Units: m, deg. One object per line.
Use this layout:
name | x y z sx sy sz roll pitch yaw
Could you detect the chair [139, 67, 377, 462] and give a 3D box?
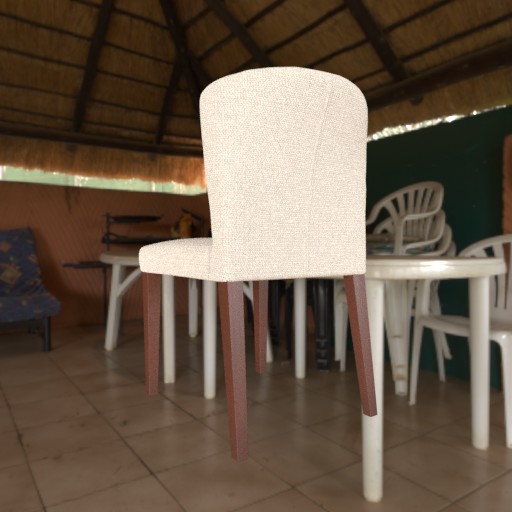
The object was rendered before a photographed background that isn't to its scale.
chair | 0.000 0.000 1.234 0.491 0.839 0.589 -1 2 -35
